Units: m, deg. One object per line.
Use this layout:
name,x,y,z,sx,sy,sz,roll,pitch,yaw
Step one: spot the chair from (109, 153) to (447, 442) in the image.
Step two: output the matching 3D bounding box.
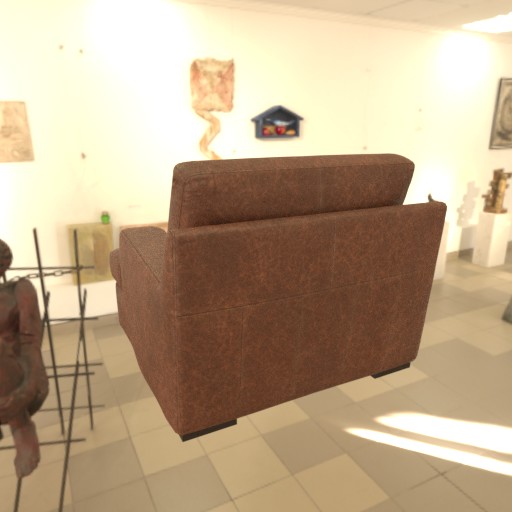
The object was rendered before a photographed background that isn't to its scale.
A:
chair,0.000,0.000,2.032,1.168,0.939,1.143,-8,18,-26
